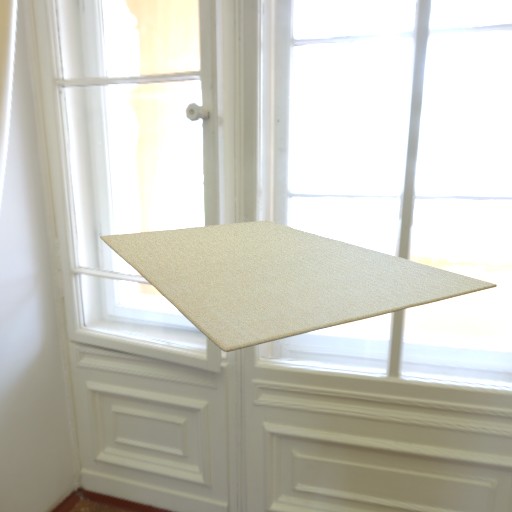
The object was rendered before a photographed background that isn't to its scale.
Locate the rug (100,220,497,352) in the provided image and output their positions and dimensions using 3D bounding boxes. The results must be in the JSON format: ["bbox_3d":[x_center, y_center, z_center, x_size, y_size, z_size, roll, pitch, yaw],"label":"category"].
[{"bbox_3d":[0.000,0.000,2.304,1.238,0.014,1.848,-8,16,-28],"label":"rug"}]
